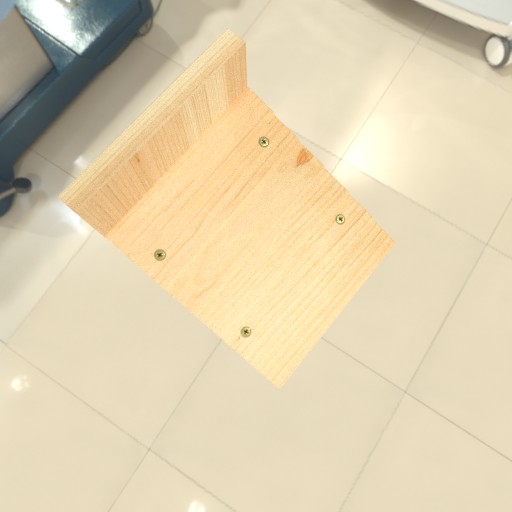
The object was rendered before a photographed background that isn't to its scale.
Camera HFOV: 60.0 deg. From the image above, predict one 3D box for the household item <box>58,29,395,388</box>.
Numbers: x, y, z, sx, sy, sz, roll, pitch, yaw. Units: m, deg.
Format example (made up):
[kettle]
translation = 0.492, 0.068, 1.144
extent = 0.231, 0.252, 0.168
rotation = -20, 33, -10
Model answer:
[household item]
translation = 0.000, 0.000, 0.396
extent = 0.171, 0.300, 0.149
rotation = 39, 80, 9
